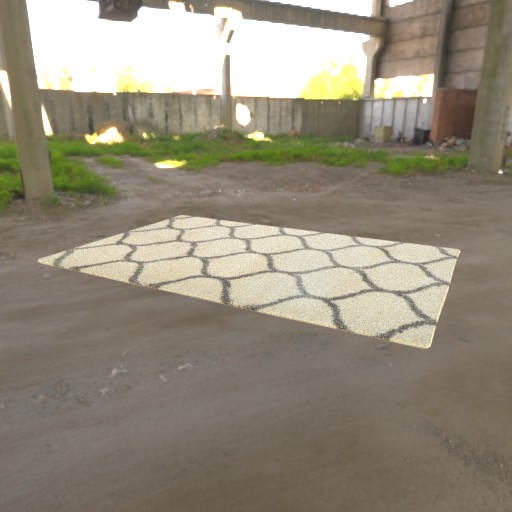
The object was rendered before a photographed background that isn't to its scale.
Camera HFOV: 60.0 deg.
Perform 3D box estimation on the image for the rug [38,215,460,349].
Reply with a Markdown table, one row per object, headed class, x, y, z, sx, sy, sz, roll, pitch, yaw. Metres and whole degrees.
| class | x | y | z | sx | sy | sz | roll | pitch | yaw |
| --- | --- | --- | --- | --- | --- | --- | --- | --- | --- |
| rug | 0.000 | 0.000 | 2.905 | 2.348 | 0.024 | 1.501 | 9 | 20 | 27 |
